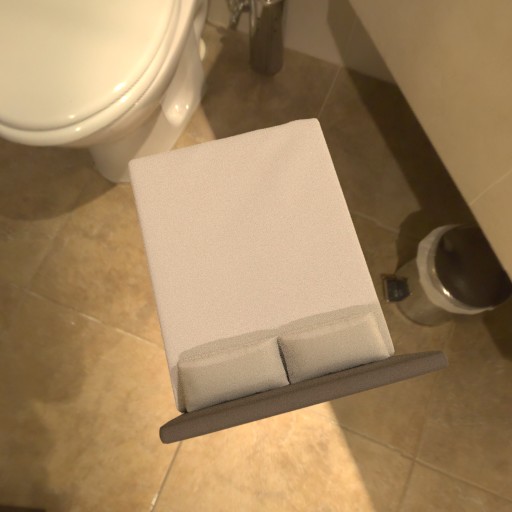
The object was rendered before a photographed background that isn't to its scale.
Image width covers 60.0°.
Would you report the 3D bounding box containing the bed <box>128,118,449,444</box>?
[{"bbox_3d":[0.000,0.000,3.293,1.723,1.330,2.142,-14,75,-4],"label":"bed"}]
